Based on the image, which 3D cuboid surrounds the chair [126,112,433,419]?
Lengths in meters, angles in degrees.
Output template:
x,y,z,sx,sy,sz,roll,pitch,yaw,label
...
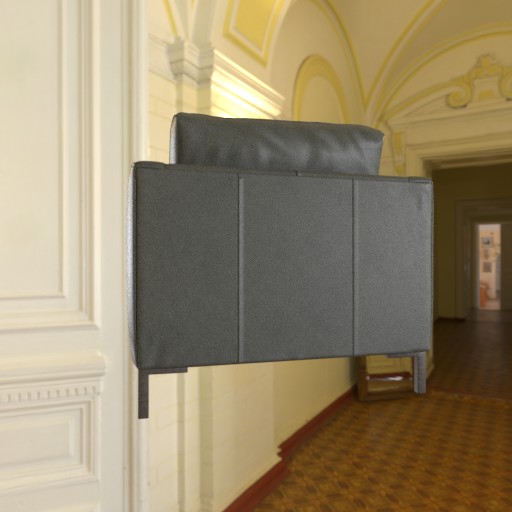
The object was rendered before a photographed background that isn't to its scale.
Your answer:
x,y,z,sx,sy,sz,roll,pitch,yaw,label
0.000,0.000,1.552,0.967,0.824,0.861,0,0,-15,chair
